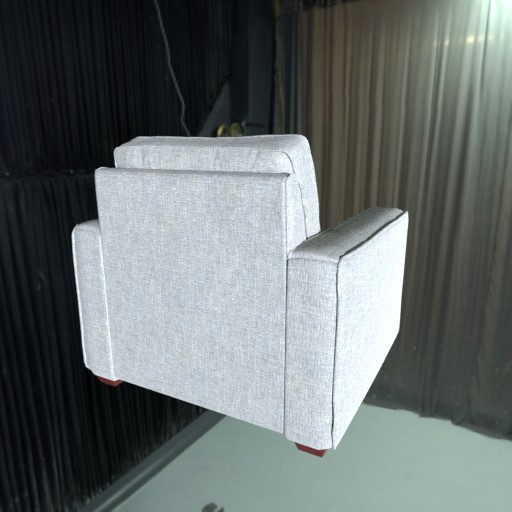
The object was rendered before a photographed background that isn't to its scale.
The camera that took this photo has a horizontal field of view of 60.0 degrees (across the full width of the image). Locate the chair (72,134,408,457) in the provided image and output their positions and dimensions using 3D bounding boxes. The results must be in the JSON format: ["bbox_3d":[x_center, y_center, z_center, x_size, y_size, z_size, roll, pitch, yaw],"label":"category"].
[{"bbox_3d":[0.000,0.000,1.746,1.016,0.914,0.940,8,16,27],"label":"chair"}]
